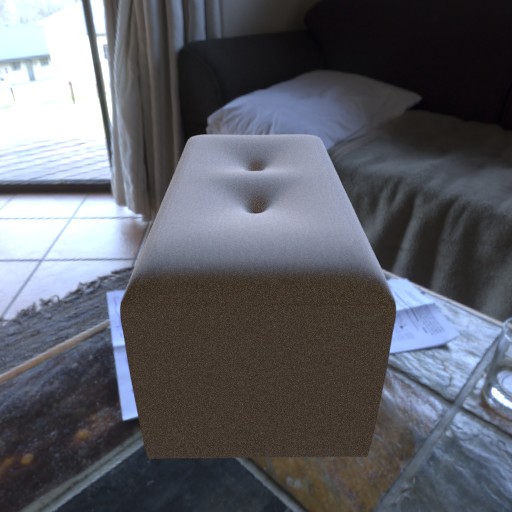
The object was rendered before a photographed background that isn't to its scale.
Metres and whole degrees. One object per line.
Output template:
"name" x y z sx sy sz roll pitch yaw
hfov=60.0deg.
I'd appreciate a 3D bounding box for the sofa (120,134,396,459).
"sofa" 0.000 0.000 1.204 0.480 0.470 0.930 0 31 0
